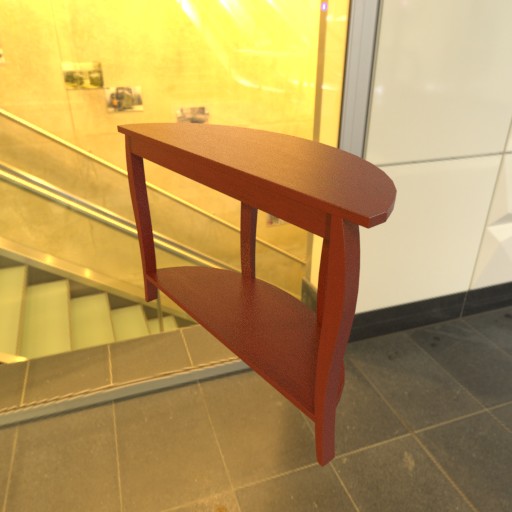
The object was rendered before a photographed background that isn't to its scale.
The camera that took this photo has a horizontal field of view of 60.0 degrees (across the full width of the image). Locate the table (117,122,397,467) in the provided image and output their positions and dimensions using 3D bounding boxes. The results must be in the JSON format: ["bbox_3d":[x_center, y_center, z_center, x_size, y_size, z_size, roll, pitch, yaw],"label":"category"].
[{"bbox_3d":[0.000,0.000,1.580,0.405,0.779,1.219,-20,33,-34],"label":"table"}]
